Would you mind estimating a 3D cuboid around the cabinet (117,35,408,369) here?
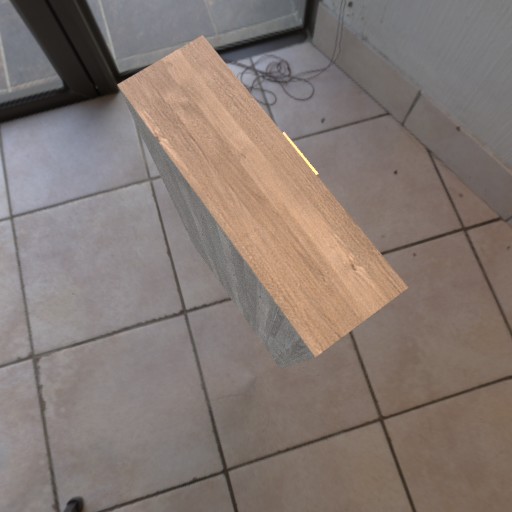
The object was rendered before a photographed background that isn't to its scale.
[{"bbox_3d":[0.000,0.000,1.574,0.250,1.280,0.750,-34,77,-9],"label":"cabinet"}]
